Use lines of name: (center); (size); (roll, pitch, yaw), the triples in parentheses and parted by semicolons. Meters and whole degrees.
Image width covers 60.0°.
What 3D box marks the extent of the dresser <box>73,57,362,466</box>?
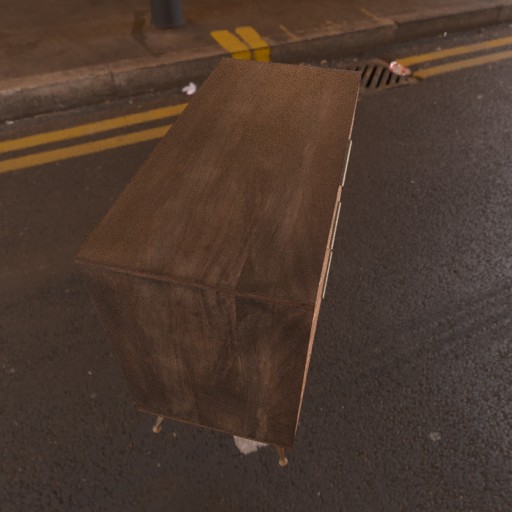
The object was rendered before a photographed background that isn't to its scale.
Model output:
dresser: (0.000, 0.000, 1.366); (0.453, 0.801, 0.923); (10, 47, 10)
